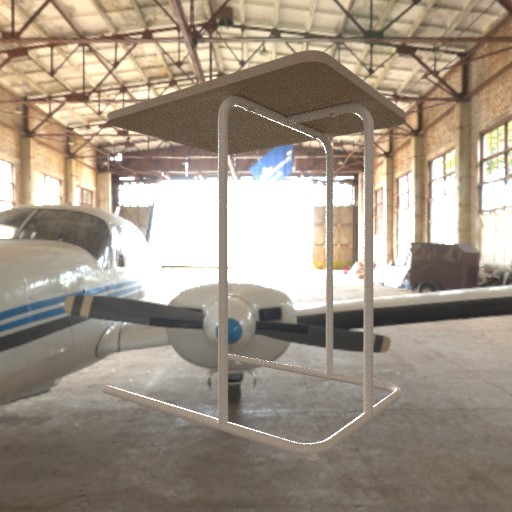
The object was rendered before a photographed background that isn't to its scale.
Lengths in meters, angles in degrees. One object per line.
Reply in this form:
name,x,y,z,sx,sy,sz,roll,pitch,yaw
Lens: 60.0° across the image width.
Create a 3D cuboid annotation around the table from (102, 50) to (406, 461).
table,0.000,0.000,0.869,0.480,0.550,0.370,0,1,37
